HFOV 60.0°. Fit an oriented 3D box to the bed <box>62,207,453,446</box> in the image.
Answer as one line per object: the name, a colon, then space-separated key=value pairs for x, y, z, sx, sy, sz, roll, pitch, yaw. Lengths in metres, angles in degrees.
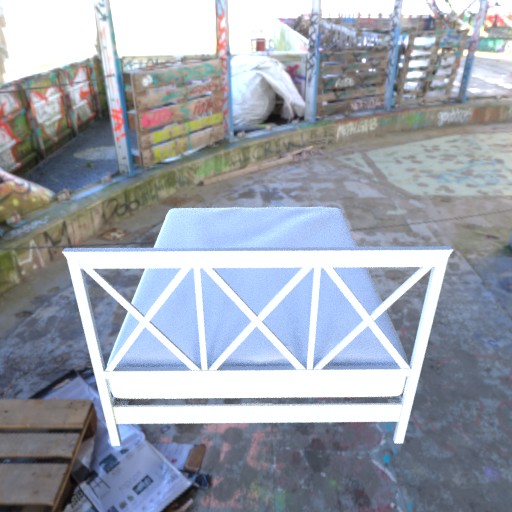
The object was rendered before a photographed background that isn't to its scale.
bed: x=0.000 y=0.000 z=3.129 sx=1.673 sy=1.253 sz=2.135 roll=0 pitch=29 yaw=-1
